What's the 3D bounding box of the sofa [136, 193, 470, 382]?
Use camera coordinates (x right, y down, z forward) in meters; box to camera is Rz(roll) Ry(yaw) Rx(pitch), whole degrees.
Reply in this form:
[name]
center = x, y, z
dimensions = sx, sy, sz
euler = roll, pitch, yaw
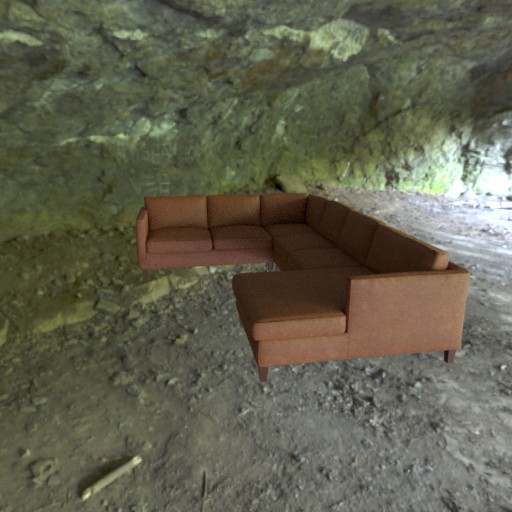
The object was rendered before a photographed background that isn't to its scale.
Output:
[sofa]
center = 0.000, 0.000, 4.665
dimensions = 2.593, 0.923, 3.460
euler = -3, 16, -10
